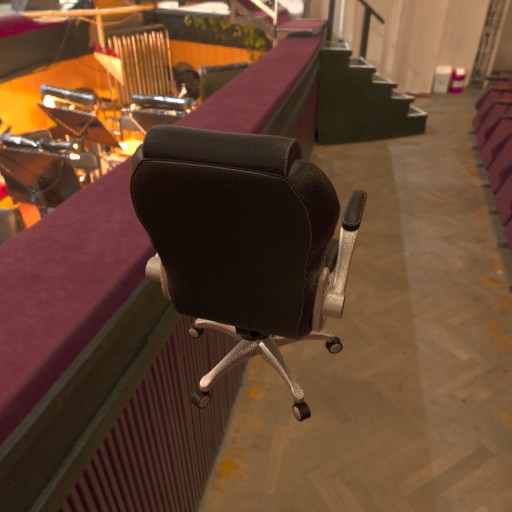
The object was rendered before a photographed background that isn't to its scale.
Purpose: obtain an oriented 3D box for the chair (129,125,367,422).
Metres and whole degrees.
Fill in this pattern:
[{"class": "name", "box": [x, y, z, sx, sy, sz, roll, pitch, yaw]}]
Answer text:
[{"class": "chair", "box": [0.000, 0.000, 1.666, 0.724, 1.141, 0.801, 10, 34, 15]}]
